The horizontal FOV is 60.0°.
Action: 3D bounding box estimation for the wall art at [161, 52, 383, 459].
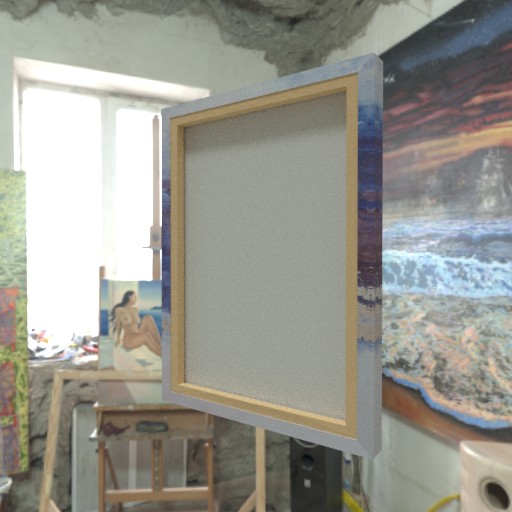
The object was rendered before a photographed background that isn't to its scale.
[{"bbox_3d":[0.000,0.000,0.772,0.437,0.581,0.036,1,1,35],"label":"wall art"}]
